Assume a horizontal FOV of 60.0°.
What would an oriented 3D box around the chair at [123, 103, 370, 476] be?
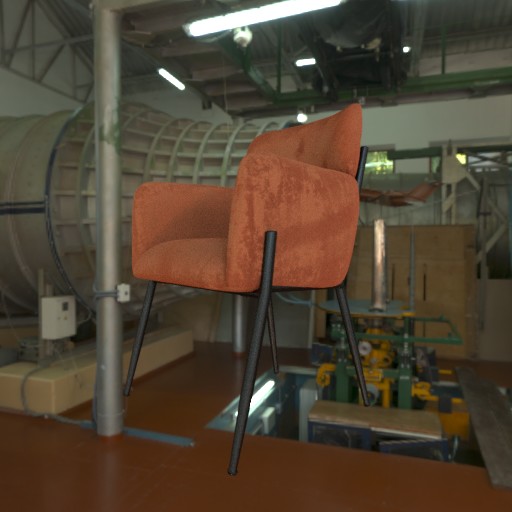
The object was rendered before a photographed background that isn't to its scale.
[{"bbox_3d":[0.000,0.000,1.145,0.523,0.772,0.561,-1,2,-37],"label":"chair"}]
